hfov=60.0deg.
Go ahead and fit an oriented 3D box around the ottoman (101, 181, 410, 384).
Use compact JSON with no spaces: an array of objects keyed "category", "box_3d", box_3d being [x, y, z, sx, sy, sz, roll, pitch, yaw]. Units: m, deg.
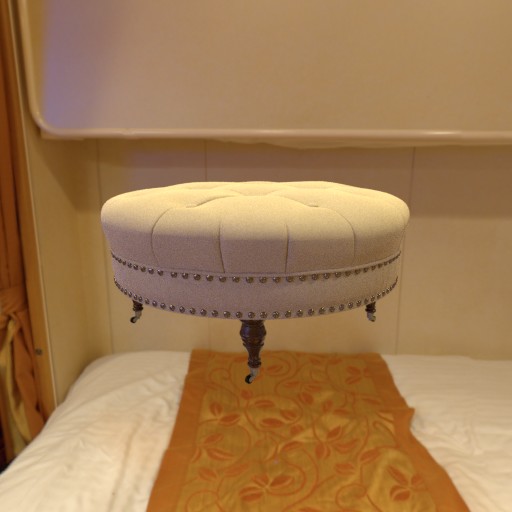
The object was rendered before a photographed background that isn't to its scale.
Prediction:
[{"category":"ottoman","box_3d":[0.000,0.000,1.378,0.901,0.439,0.901,0,13,0]}]
